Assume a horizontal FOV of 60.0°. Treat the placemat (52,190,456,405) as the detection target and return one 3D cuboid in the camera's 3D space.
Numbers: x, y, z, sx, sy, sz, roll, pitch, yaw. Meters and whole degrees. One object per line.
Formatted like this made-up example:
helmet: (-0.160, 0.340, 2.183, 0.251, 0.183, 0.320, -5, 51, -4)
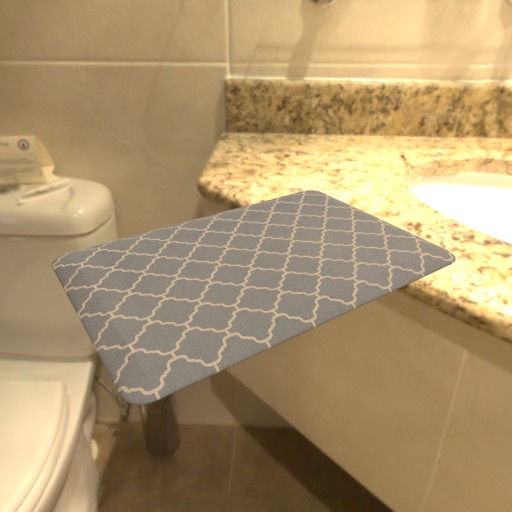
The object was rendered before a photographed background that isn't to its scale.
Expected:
placemat: (0.000, 0.000, 0.974, 0.762, 0.021, 0.508, -18, 34, -29)
